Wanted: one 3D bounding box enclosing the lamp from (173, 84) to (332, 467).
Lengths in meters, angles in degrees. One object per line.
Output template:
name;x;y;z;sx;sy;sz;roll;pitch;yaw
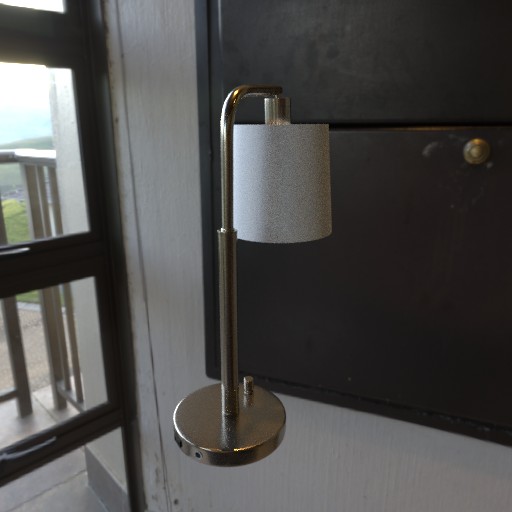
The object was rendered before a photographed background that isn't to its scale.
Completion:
lamp;0.000;0.000;0.662;0.171;0.489;0.333;8;18;26
